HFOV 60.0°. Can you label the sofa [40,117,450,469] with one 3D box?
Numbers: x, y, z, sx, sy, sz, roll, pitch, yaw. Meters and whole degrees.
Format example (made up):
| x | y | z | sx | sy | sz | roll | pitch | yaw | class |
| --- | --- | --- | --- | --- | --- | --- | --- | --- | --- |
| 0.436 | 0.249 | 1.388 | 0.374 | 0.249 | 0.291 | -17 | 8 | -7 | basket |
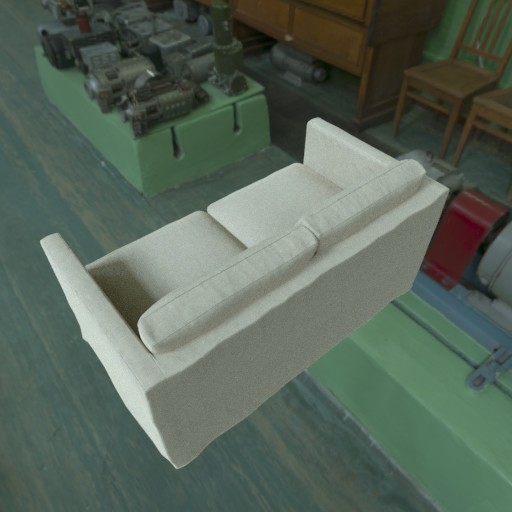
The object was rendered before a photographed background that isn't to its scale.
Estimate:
| x | y | z | sx | sy | sz | roll | pitch | yaw | class |
| --- | --- | --- | --- | --- | --- | --- | --- | --- | --- |
| 0.000 | 0.000 | 2.239 | 1.719 | 0.835 | 0.962 | -30 | 53 | -26 | sofa |
